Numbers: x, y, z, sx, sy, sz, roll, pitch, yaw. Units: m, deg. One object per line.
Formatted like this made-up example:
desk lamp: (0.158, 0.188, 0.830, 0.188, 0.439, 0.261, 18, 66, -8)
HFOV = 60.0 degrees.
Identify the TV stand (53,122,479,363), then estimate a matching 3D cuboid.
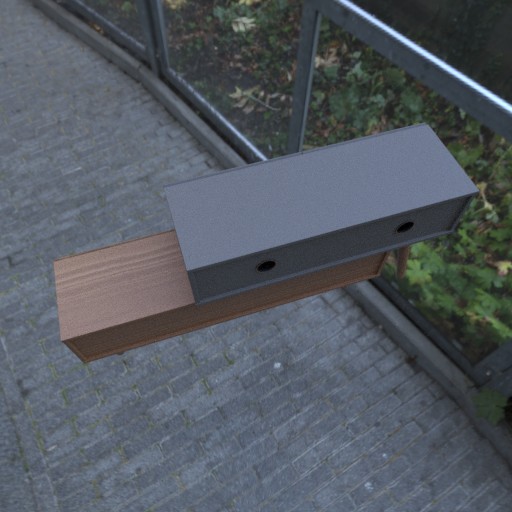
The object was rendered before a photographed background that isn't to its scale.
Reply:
TV stand: (0.000, 0.000, 1.583, 1.336, 0.591, 0.329, -15, 59, -9)
